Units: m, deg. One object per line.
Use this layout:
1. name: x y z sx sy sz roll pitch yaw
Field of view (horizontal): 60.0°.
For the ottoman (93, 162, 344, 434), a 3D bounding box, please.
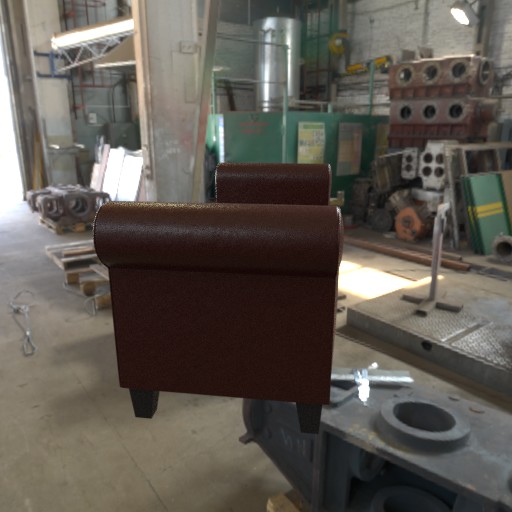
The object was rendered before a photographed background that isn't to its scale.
1. ottoman: 0.000 0.000 1.533 0.521 0.547 1.256 2 16 8
